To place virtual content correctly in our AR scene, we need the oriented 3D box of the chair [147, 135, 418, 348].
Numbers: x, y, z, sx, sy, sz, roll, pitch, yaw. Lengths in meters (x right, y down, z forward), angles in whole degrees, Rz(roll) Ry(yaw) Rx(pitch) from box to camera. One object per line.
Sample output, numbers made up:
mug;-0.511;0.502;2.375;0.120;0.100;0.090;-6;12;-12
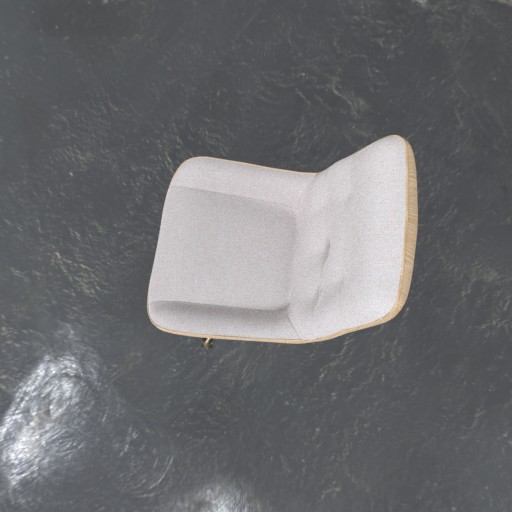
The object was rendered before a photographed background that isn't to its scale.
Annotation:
chair;0.000;0.000;1.353;0.668;0.952;0.564;7;76;2
